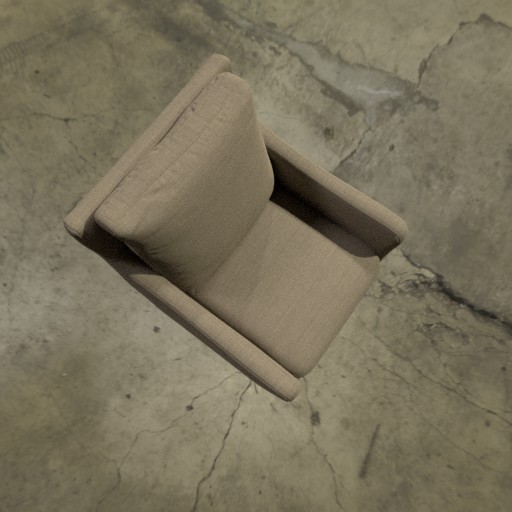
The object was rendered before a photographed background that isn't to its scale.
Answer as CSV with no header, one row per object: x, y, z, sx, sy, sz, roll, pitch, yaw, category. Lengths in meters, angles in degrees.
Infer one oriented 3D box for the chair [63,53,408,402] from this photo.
0.000,0.000,1.403,0.694,0.914,0.626,36,78,9,chair
